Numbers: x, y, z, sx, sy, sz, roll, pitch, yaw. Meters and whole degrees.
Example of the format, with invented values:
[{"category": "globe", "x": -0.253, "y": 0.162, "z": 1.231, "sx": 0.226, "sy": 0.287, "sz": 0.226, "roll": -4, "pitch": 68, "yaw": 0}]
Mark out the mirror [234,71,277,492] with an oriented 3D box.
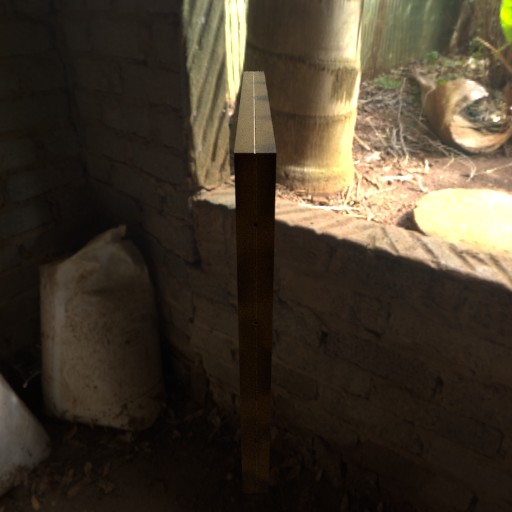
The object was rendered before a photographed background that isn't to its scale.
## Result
[{"category": "mirror", "x": 0.000, "y": 0.000, "z": 0.742, "sx": 0.042, "sy": 0.507, "sz": 0.509, "roll": 0, "pitch": 30, "yaw": 0}]
